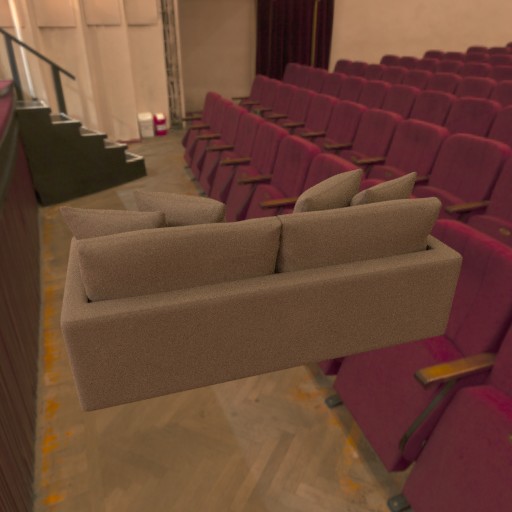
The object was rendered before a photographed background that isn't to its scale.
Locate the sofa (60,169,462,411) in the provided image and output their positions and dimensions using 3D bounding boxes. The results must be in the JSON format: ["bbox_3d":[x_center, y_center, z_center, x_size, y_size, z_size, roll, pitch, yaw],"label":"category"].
[{"bbox_3d":[0.000,0.000,3.019,2.380,1.084,1.228,-8,28,-15],"label":"sofa"}]
